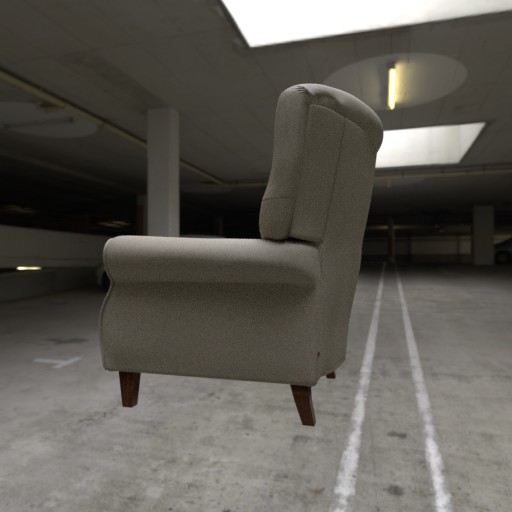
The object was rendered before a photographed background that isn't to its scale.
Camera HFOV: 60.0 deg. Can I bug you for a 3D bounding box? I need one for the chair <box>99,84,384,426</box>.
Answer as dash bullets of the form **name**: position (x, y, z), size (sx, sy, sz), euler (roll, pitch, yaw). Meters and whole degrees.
- **chair**: position (0.000, 0.000, 1.905), size (1.059, 1.158, 0.943), euler (0, -1, 17)
